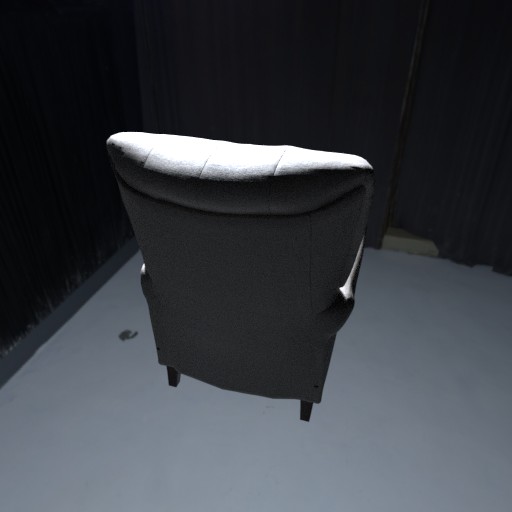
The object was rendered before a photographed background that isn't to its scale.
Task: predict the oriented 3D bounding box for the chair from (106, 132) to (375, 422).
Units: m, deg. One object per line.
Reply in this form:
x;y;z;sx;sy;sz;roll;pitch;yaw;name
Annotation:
0.000;0.000;1.970;0.942;1.209;1.025;10;33;15;chair
